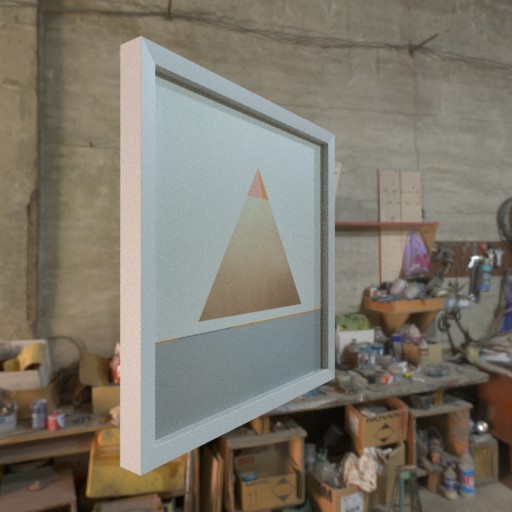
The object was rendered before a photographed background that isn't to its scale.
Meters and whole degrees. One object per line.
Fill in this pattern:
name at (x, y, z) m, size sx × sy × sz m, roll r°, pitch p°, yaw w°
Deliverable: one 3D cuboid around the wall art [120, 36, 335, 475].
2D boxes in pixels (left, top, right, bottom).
wall art at (0.000, 0.000, 1.852) m, size 0.098 × 1.291 × 1.289 m, roll 0°, pitch 0°, yaw 36°
